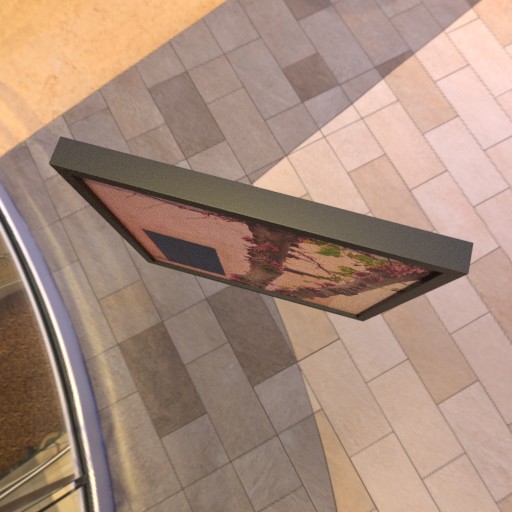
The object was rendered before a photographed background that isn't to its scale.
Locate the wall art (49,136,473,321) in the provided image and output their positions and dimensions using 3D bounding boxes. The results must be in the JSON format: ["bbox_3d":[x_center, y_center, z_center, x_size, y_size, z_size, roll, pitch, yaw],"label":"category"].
[{"bbox_3d":[0.000,0.000,0.767,0.508,0.508,0.038,15,76,4],"label":"wall art"}]
